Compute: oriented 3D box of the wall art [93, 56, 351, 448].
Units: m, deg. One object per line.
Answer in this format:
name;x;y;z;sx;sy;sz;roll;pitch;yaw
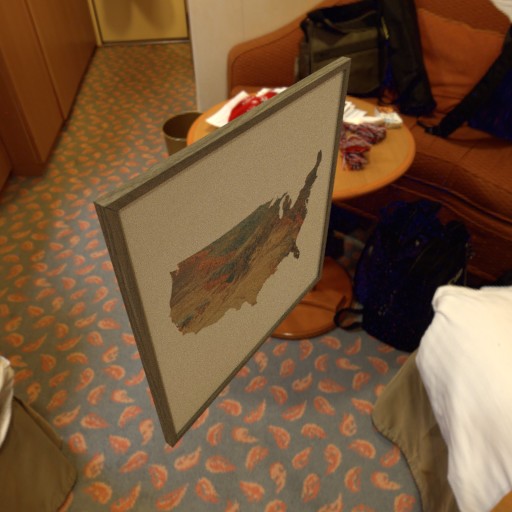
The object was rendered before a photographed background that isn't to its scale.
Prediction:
wall art;0.000;0.000;0.744;0.016;0.507;0.508;26;48;26
